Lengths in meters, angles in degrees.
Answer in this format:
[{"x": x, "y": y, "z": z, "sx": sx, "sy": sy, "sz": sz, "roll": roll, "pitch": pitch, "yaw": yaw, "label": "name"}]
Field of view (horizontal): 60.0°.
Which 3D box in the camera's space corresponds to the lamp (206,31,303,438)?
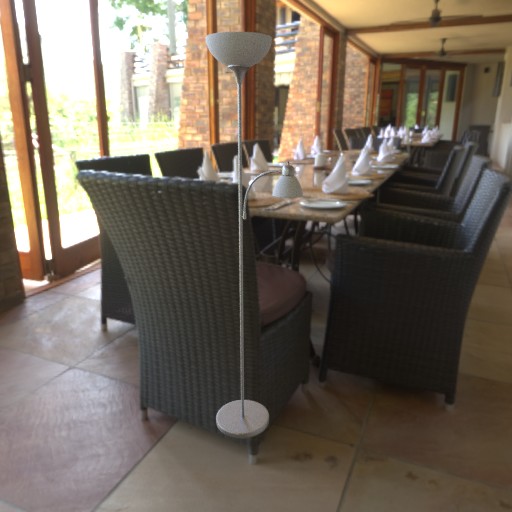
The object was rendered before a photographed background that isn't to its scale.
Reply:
[{"x": 0.000, "y": 0.000, "z": 2.006, "sx": 0.425, "sy": 1.804, "sz": 0.279, "roll": 8, "pitch": 19, "yaw": 26, "label": "lamp"}]
